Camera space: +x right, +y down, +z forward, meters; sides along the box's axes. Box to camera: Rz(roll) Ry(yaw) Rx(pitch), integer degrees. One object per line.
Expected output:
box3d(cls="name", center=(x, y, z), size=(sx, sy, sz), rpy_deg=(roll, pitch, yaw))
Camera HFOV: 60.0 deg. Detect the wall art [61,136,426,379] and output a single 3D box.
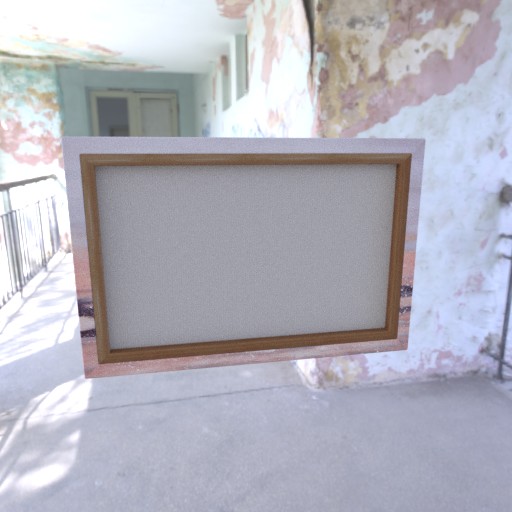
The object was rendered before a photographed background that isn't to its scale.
box3d(cls="wall art", center=(0.000, 0.000, 1.181), size=(0.913, 0.609, 0.038), rpy_deg=(-3, 14, -11))
